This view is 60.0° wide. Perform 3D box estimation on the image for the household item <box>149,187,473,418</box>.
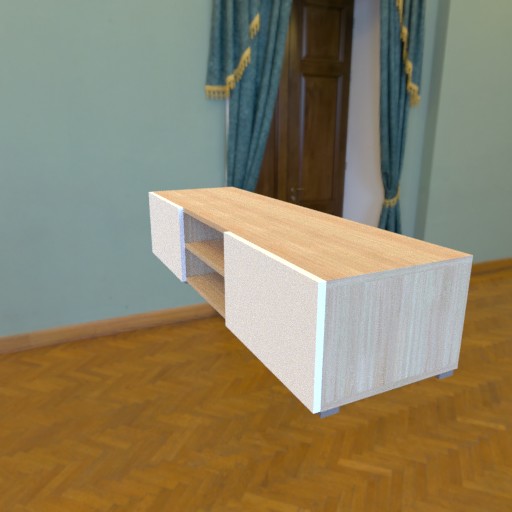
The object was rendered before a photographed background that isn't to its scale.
[{"bbox_3d":[0.000,0.000,1.570,0.420,0.310,1.400,-8,18,-25],"label":"household item"}]
